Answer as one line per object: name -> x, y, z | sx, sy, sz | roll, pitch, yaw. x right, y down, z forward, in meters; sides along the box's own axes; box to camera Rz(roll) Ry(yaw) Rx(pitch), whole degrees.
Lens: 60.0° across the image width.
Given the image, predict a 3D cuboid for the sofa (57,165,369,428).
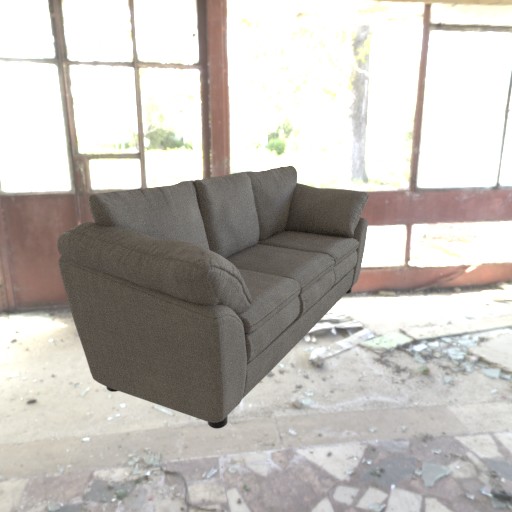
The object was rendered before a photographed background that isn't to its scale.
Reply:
sofa -> 0.000, 0.000, 2.809 | 0.878, 0.996, 2.334 | 8, 17, 27
